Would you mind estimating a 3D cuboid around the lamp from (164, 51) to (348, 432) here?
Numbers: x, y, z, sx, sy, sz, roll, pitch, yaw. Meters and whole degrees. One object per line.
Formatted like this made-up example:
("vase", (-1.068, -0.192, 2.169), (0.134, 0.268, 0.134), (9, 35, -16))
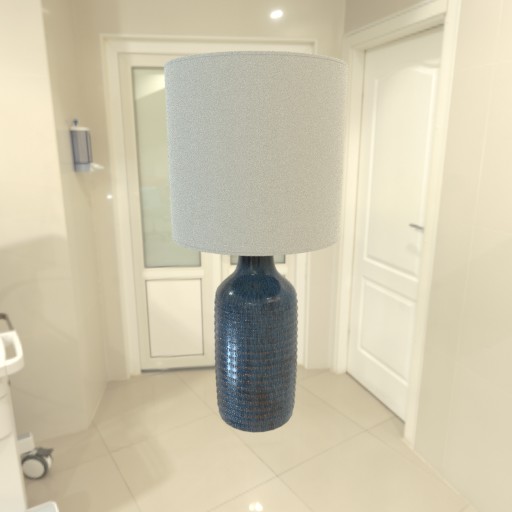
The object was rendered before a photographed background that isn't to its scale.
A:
("lamp", (0.000, 0.000, 0.602), (0.220, 0.475, 0.220), (-7, 16, -26))
